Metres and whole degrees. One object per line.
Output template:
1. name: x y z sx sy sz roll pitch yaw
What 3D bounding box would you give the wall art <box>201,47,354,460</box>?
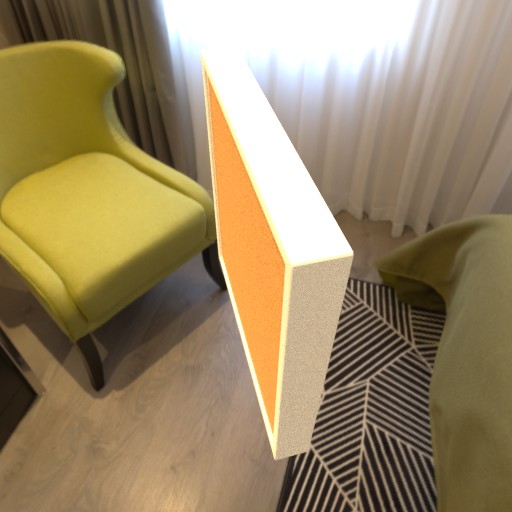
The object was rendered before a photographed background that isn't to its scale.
1. wall art: 0.000 0.000 0.460 0.038 0.305 0.305 -11 47 -10
